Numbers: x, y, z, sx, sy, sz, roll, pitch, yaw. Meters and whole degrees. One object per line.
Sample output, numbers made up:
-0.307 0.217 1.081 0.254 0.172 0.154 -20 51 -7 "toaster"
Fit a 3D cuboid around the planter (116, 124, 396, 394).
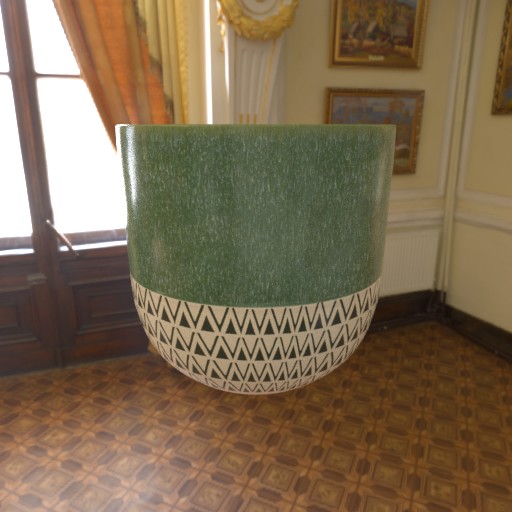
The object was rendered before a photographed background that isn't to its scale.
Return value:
0.000 0.000 0.476 0.266 0.270 0.266 0 16 0 "planter"
